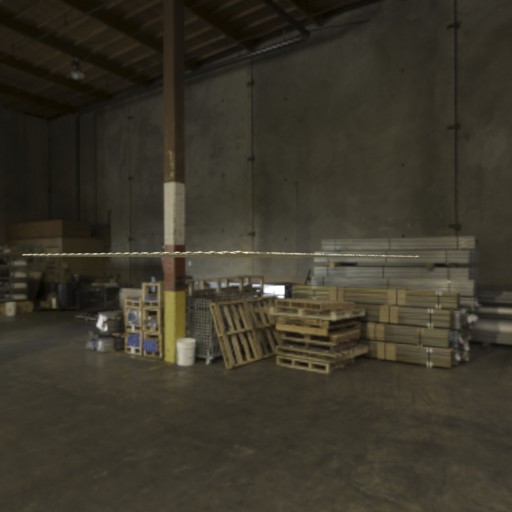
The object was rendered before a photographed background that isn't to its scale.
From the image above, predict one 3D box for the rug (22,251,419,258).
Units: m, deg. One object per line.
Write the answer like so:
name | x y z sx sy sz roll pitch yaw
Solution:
rug | 0.000 0.000 3.033 1.539 0.011 2.410 0 -1 35
